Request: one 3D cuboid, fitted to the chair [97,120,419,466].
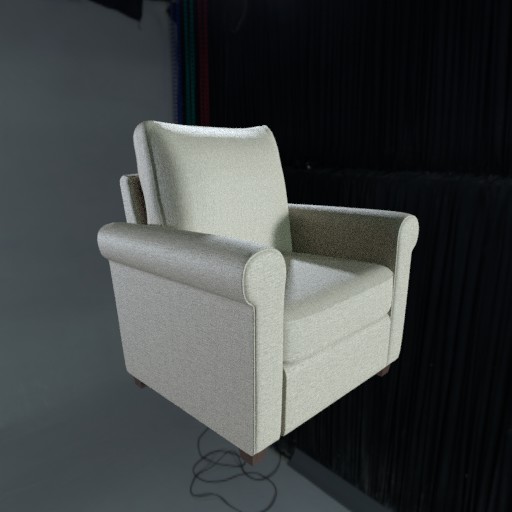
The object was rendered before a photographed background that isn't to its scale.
[{"bbox_3d":[0.000,0.000,2.306,1.180,1.349,1.275,13,19,43],"label":"chair"}]
